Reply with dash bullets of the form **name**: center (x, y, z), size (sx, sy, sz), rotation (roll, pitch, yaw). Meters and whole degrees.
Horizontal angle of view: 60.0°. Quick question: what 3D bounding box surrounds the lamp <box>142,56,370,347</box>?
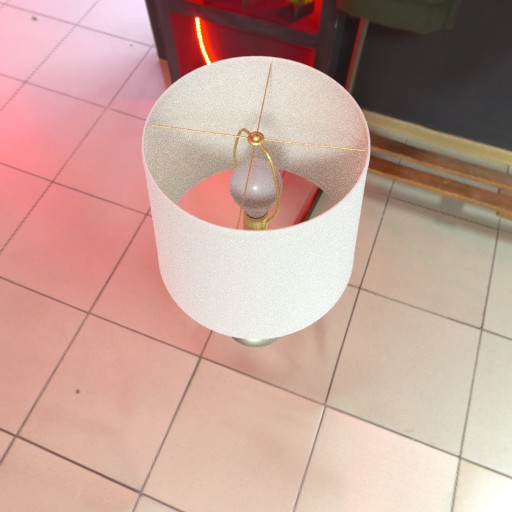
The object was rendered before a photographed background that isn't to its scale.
- **lamp**: center (0.000, 0.000, 0.785), size (0.328, 0.619, 0.328), rotation (0, 63, 0)
